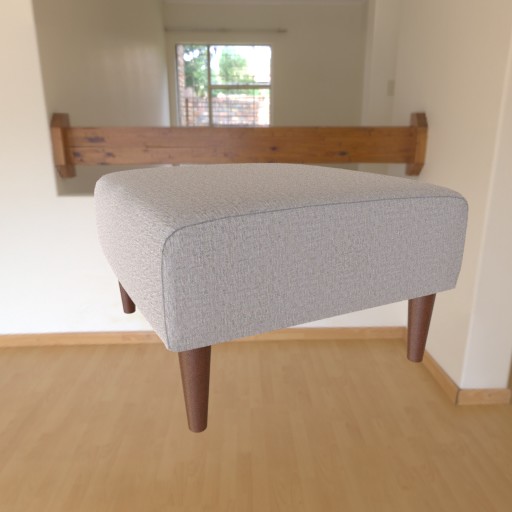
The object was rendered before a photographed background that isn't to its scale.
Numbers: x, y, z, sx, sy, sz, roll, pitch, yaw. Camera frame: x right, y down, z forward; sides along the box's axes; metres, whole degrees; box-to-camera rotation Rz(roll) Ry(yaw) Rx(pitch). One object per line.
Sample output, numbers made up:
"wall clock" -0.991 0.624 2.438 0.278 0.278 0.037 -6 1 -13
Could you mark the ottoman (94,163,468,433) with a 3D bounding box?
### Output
"ottoman" 0.000 0.000 1.049 0.648 0.399 0.655 -8 18 -26
